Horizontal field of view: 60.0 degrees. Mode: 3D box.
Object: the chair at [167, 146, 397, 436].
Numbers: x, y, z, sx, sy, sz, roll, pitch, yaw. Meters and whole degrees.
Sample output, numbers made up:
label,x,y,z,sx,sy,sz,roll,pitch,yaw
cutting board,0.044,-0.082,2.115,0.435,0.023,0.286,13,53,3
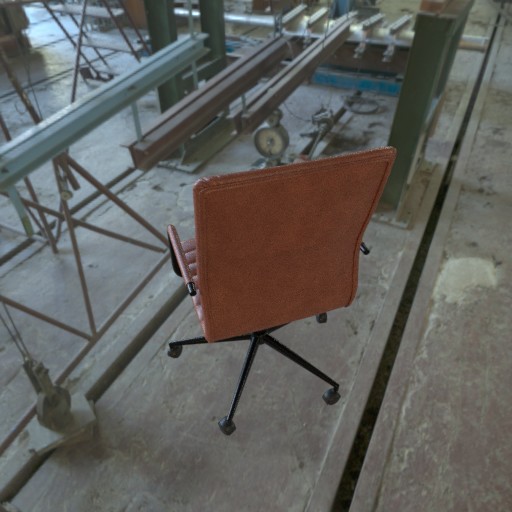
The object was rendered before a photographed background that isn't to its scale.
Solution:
label,x,y,z,sx,sy,sz,roll,pitch,yaw
chair,0.000,0.000,1.288,0.600,0.878,0.578,-13,42,-15
